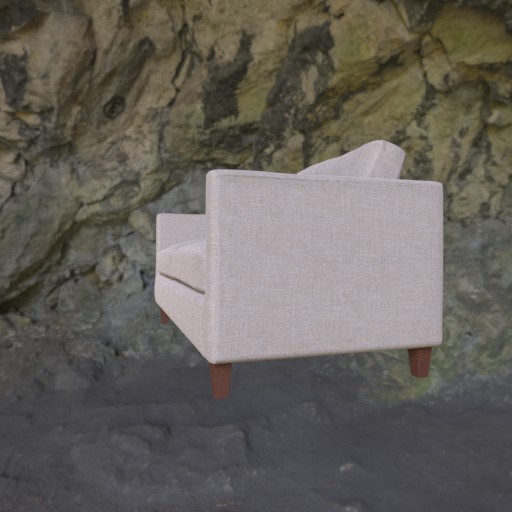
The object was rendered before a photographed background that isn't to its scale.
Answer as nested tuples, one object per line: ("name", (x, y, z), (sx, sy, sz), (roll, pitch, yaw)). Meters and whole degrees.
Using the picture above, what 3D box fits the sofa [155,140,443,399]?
("sofa", (0.000, 0.000, 2.442), (0.951, 0.947, 1.884), (0, 1, -18))
